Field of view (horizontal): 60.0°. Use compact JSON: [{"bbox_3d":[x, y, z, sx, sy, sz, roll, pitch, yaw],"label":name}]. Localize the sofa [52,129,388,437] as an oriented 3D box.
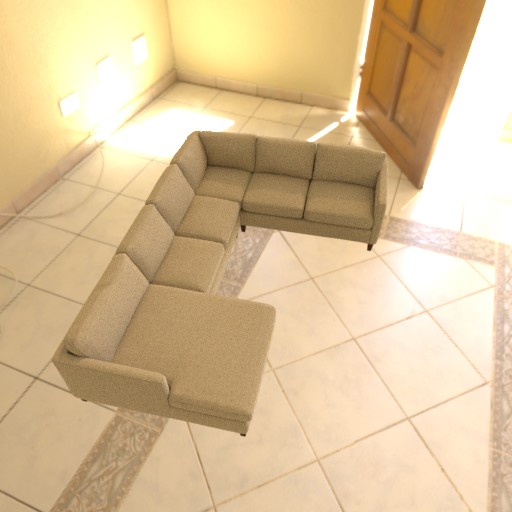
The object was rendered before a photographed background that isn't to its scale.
[{"bbox_3d":[0.000,0.000,4.612,2.593,0.959,3.460,9,47,9],"label":"sofa"}]
